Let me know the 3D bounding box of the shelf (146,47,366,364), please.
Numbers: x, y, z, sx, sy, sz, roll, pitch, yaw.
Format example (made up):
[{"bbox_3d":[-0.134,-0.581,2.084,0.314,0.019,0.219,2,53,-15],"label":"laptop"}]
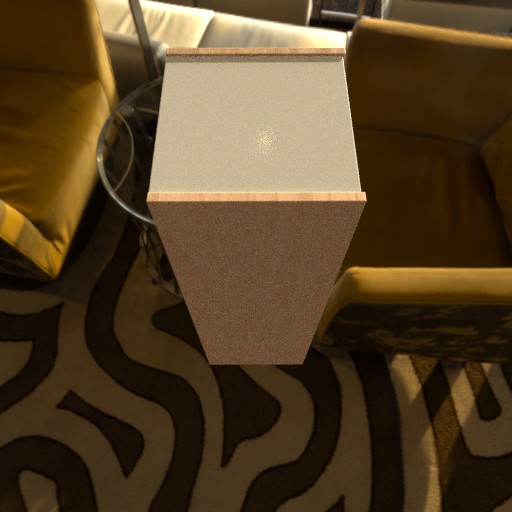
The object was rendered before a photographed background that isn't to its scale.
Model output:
[{"bbox_3d":[0.000,0.000,1.053,0.290,0.900,0.300,0,63,0],"label":"shelf"}]
